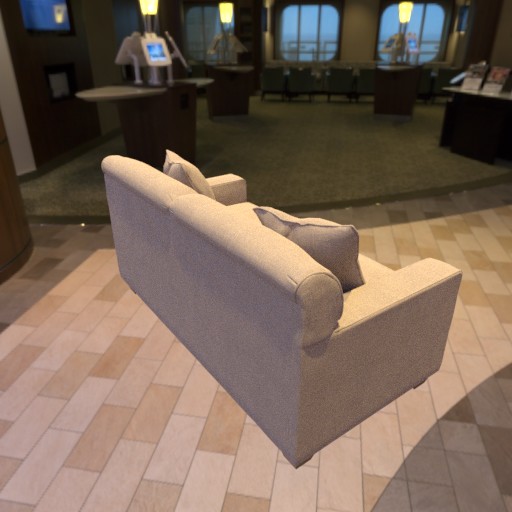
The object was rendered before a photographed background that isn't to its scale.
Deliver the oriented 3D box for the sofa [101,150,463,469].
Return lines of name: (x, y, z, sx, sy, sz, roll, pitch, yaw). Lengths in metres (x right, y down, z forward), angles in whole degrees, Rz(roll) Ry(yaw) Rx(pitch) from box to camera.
sofa: (0.000, 0.000, 2.427, 0.998, 0.958, 1.846, -18, 32, -32)
